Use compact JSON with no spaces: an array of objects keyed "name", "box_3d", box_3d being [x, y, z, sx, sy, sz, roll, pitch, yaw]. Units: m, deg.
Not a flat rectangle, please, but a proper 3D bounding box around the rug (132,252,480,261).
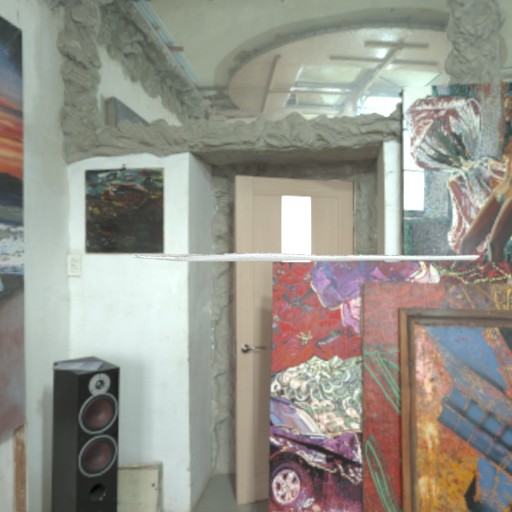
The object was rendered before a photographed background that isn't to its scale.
[{"name":"rug","box_3d":[0.000,0.000,3.136,1.537,0.036,2.447,0,0,-20]}]
